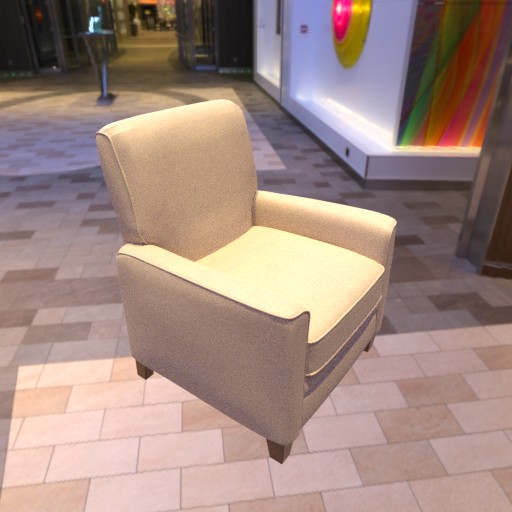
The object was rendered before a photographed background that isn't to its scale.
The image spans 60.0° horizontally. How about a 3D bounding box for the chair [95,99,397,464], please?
[{"bbox_3d":[0.000,0.000,1.697,0.858,1.023,0.841,19,34,31],"label":"chair"}]
